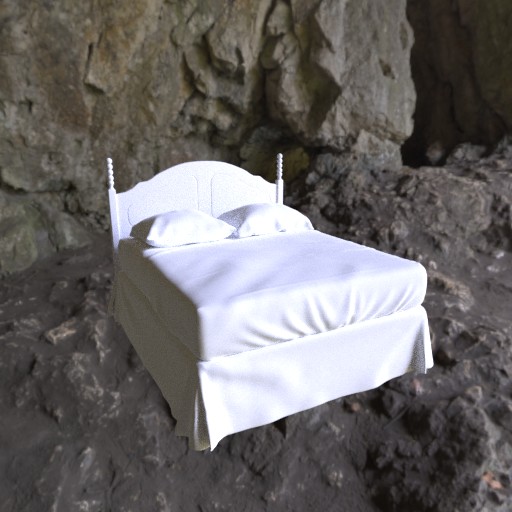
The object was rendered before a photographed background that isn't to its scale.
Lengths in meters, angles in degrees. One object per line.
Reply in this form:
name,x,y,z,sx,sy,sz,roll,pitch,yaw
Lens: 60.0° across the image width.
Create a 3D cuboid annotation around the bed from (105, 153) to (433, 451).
bed,0.000,0.000,3.250,1.873,1.356,2.040,-8,18,-27
